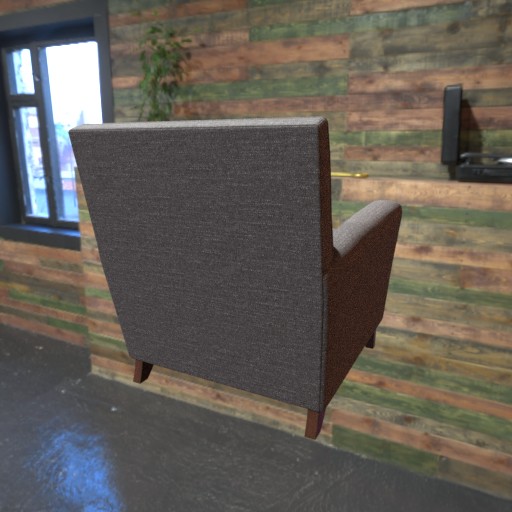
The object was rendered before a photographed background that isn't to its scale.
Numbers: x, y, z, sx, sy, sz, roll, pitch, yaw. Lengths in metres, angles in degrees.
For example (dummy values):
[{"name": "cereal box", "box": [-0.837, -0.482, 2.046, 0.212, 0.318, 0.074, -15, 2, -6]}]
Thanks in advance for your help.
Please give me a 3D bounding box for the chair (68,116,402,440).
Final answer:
[{"name": "chair", "box": [0.000, 0.000, 1.575, 0.838, 0.885, 0.875, 7, 16, 27]}]
